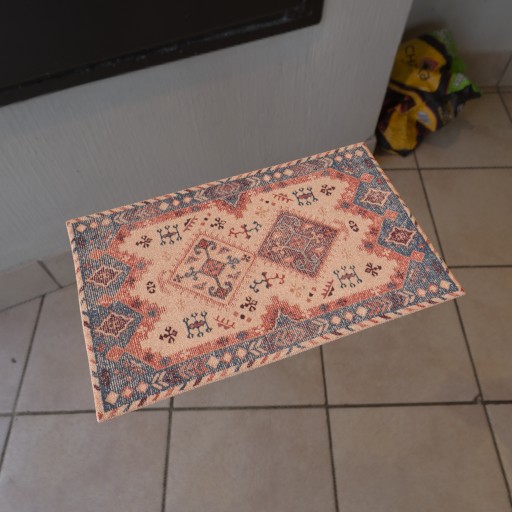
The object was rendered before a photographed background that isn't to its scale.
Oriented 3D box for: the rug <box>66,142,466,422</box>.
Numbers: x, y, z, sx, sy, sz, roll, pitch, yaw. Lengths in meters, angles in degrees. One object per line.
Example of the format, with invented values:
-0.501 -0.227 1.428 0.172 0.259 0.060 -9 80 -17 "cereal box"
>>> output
0.000 0.000 3.132 2.464 0.023 1.521 -17 60 -10 "rug"
